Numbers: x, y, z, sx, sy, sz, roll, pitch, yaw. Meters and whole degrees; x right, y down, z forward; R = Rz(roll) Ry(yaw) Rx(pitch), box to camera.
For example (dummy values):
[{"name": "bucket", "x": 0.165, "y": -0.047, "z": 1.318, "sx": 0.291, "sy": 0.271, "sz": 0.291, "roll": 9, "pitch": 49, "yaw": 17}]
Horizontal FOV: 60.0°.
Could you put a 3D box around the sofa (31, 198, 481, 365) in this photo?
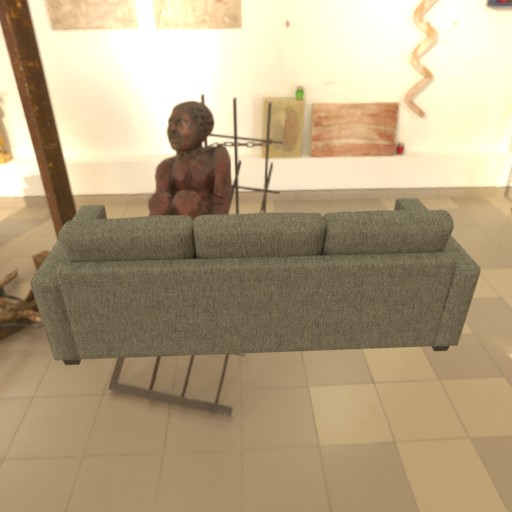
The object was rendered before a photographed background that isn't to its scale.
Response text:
[{"name": "sofa", "x": 0.000, "y": 0.000, "z": 2.550, "sx": 2.160, "sy": 0.800, "sz": 0.900, "roll": -2, "pitch": 31, "yaw": -3}]
